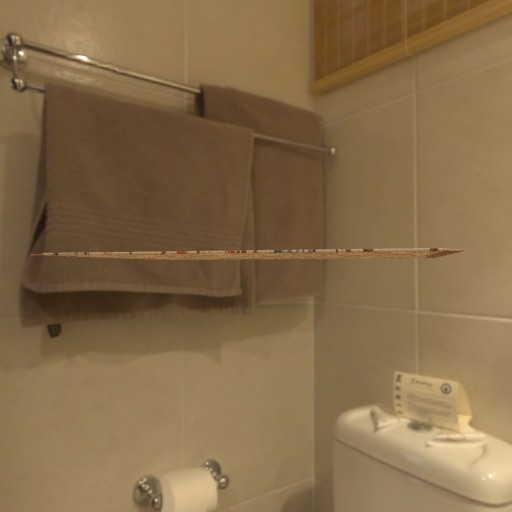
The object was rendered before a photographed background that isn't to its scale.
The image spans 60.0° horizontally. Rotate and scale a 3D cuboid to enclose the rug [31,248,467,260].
[{"bbox_3d":[0.000,0.000,2.494,1.997,0.010,1.218,-1,-2,17],"label":"rug"}]
